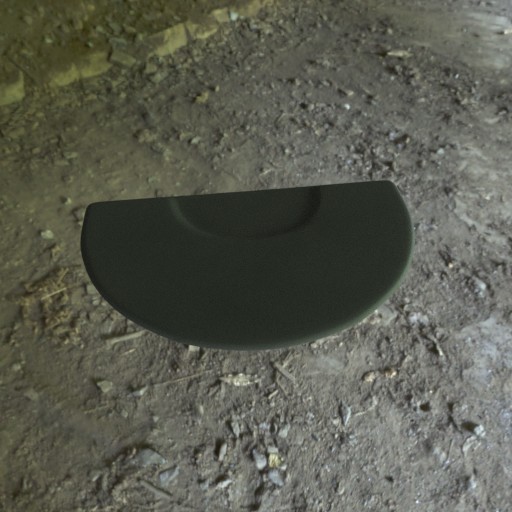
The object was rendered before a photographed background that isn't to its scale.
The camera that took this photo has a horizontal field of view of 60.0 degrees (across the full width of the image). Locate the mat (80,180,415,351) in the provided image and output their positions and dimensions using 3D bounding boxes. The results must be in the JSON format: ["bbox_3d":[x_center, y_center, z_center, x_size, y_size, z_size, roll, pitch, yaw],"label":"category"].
[{"bbox_3d":[0.000,0.000,1.879,1.525,0.022,0.917,-5,46,-5],"label":"mat"}]
